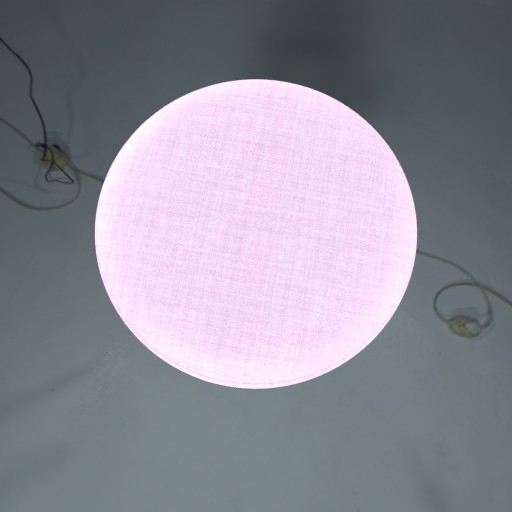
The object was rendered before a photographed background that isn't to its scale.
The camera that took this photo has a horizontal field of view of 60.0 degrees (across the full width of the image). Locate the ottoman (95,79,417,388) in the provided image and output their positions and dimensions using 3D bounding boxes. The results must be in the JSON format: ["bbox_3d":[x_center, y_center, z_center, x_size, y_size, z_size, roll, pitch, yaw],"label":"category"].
[{"bbox_3d":[0.000,0.000,0.722,0.400,0.406,0.400,0,76,0],"label":"ottoman"}]
